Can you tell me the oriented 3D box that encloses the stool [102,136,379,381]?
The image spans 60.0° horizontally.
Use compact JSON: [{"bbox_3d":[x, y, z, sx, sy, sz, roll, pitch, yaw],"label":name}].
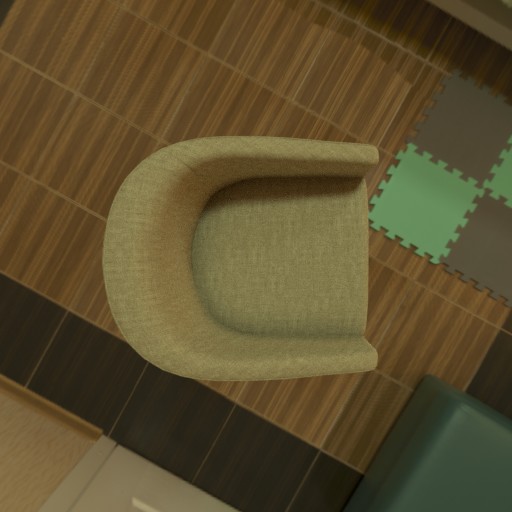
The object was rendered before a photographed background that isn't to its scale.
[{"bbox_3d":[0.000,0.000,1.387,0.635,0.952,0.559,0,91,0],"label":"stool"}]
